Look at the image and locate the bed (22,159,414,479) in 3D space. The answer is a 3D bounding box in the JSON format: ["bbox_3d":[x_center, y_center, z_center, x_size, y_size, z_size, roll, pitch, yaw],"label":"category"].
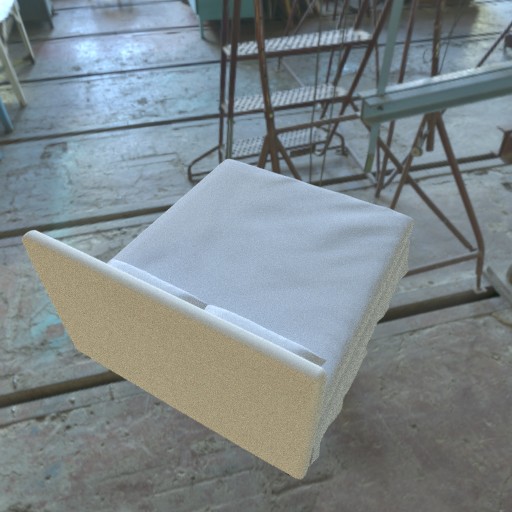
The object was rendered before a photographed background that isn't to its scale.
[{"bbox_3d":[0.000,0.000,3.533,2.119,1.317,2.341,22,49,21],"label":"bed"}]
